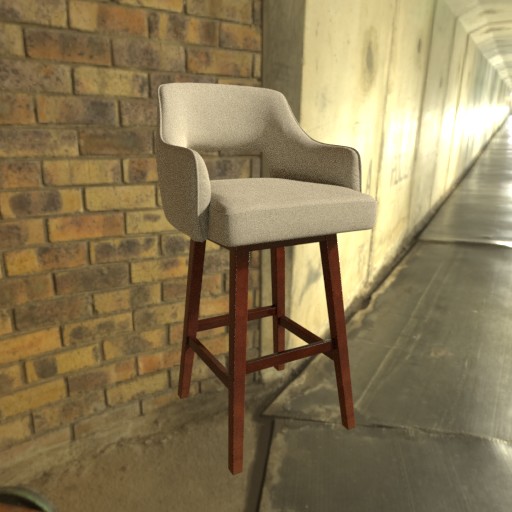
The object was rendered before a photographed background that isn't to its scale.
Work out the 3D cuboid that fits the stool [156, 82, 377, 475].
[{"bbox_3d":[0.000,0.000,1.360,0.550,1.041,0.560,-8,17,-28],"label":"stool"}]
